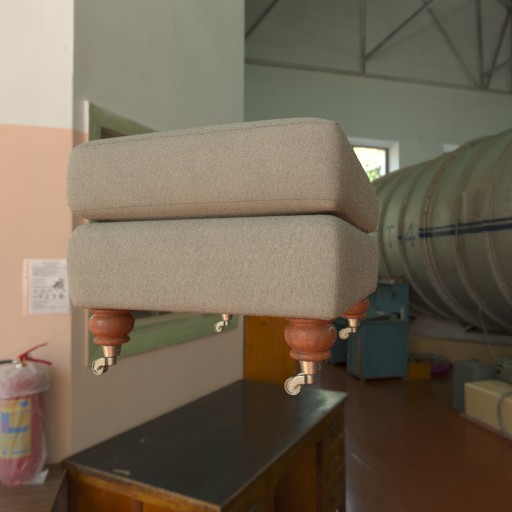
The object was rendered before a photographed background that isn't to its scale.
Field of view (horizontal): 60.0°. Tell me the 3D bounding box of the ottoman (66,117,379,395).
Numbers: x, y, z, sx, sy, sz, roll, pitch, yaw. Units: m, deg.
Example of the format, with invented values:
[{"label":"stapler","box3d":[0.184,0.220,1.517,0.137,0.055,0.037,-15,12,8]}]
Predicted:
[{"label":"ottoman","box3d":[0.000,0.000,1.138,0.569,0.504,0.773,0,-1,20]}]
